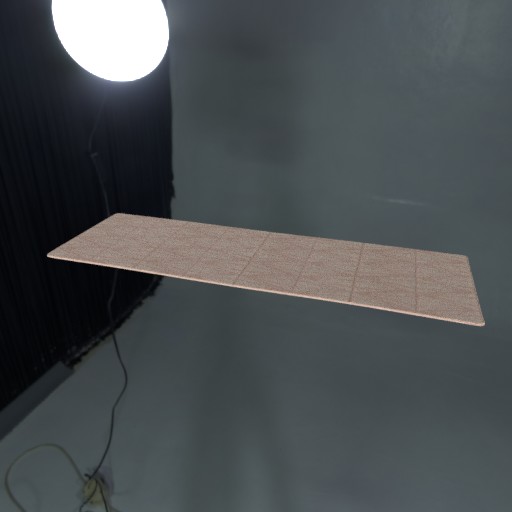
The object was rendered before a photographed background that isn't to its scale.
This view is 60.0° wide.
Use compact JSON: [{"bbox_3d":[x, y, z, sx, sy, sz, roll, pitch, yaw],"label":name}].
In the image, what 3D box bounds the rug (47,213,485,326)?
[{"bbox_3d":[0.000,0.000,2.675,2.435,0.015,0.760,8,27,16],"label":"rug"}]
